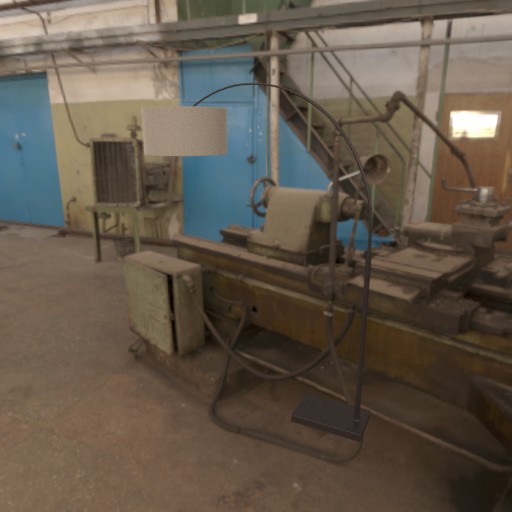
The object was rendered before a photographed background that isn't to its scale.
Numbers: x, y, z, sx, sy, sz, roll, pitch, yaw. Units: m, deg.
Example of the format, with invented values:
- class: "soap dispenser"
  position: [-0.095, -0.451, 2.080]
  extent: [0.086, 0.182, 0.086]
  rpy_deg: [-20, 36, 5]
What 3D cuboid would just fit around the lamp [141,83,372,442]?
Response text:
- class: "lamp"
  position: [0.000, 0.000, 2.631]
  extent: [1.424, 1.927, 0.493]
  rpy_deg: [8, 18, 25]
